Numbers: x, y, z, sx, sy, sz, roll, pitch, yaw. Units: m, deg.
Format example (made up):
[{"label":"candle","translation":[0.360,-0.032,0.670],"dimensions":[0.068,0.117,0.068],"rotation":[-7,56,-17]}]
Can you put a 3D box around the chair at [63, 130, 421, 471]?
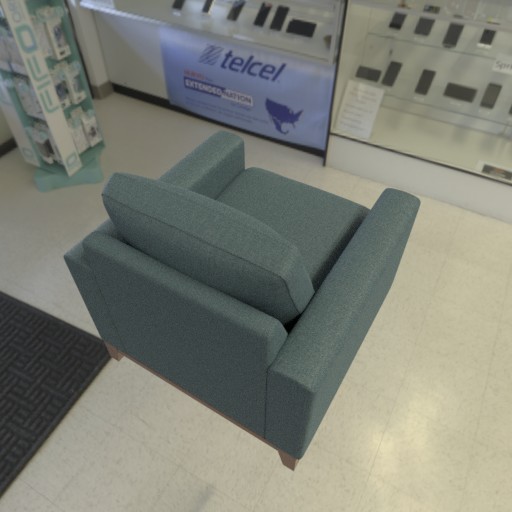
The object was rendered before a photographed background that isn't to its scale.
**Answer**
[{"label":"chair","translation":[0.000,0.000,1.861],"dimensions":[1.024,1.010,1.038],"rotation":[24,52,21]}]
